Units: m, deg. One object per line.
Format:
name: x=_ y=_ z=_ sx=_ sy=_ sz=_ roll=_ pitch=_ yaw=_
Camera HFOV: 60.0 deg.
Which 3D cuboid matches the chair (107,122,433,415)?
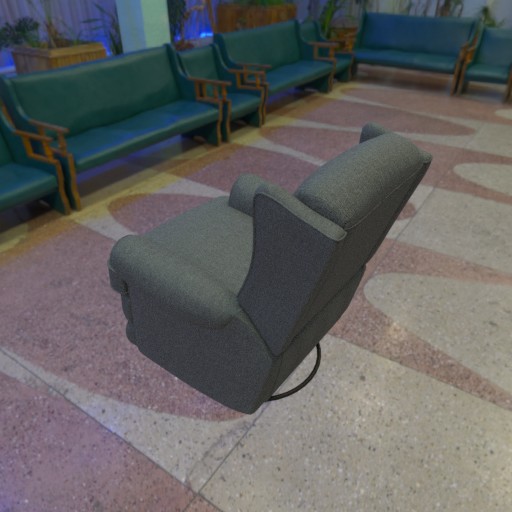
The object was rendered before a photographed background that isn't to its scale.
chair: x=0.000 y=0.000 z=1.707 sx=0.969 sy=1.011 sz=0.847 roll=23 pitch=40 yaw=30
